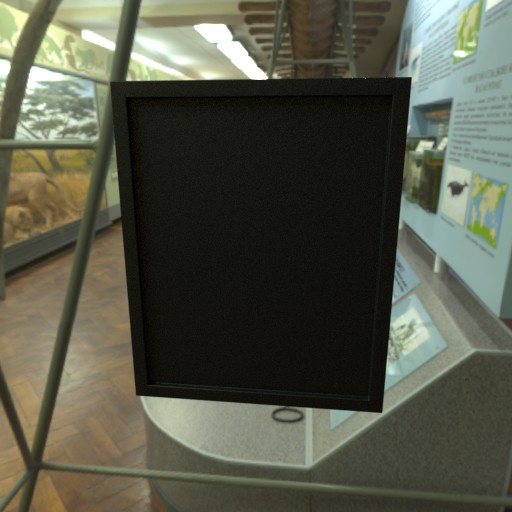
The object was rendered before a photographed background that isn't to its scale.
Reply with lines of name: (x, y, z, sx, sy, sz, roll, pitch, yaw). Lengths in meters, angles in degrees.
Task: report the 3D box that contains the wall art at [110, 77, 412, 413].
wall art: (0.000, 0.000, 0.753, 0.457, 0.559, 0.028, 2, 16, 7)
